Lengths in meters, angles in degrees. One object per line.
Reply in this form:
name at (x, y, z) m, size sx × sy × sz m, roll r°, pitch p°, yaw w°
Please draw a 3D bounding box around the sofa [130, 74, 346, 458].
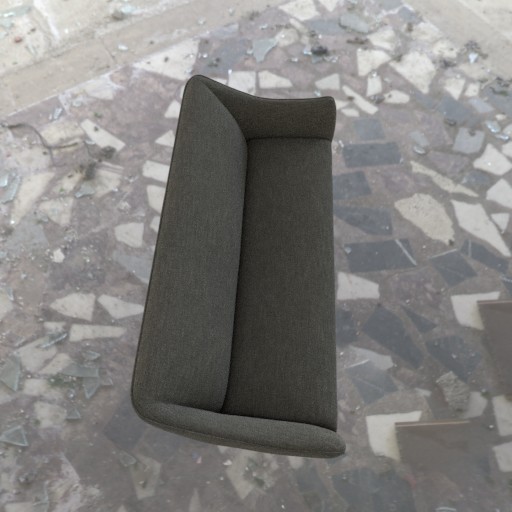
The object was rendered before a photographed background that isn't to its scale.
sofa at (0.000, 0.000, 2.351) m, size 0.867 × 0.829 × 1.928 m, roll 3°, pitch 64°, yaw 2°
